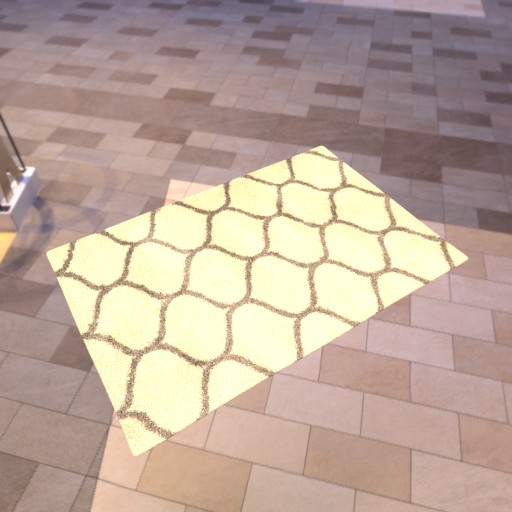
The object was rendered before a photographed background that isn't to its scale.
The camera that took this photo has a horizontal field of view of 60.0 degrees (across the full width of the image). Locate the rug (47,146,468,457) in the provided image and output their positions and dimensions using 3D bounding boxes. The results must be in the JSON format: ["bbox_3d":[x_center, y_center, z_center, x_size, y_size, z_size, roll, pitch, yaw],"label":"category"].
[{"bbox_3d":[0.000,0.000,3.395,2.701,0.026,1.801,-25,52,-21],"label":"rug"}]
